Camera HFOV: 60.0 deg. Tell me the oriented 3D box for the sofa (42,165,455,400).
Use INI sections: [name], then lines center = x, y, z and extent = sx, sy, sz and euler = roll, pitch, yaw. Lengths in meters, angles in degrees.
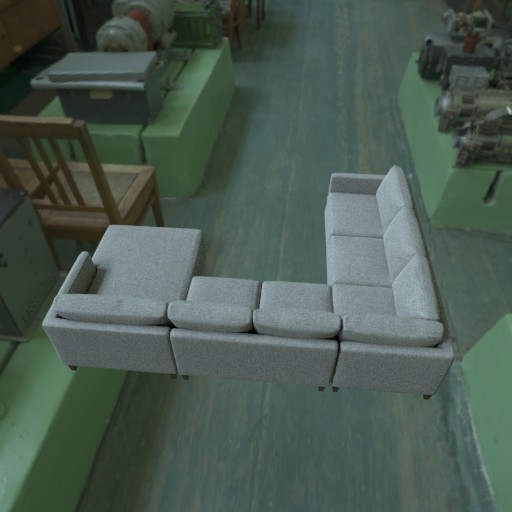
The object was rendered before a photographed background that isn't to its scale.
[sofa]
center = 0.000, 0.000, 4.705
extent = 3.460, 0.959, 2.593
euler = 4, 44, 4
